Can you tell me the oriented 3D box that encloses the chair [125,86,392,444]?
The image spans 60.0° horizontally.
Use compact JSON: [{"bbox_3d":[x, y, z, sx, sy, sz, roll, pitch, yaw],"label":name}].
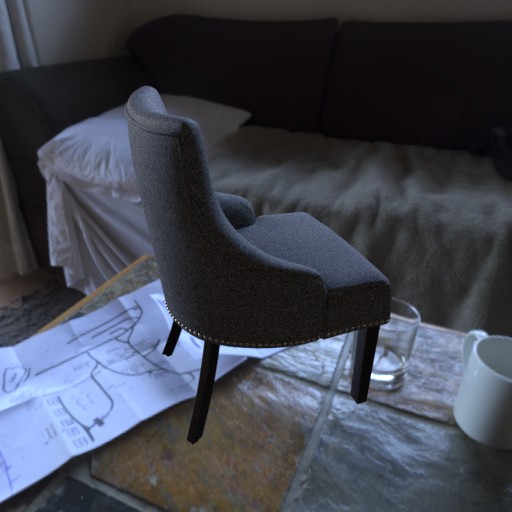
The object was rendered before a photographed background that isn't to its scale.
[{"bbox_3d":[0.000,0.000,1.306,0.629,0.909,0.566,-10,30,-18],"label":"chair"}]
